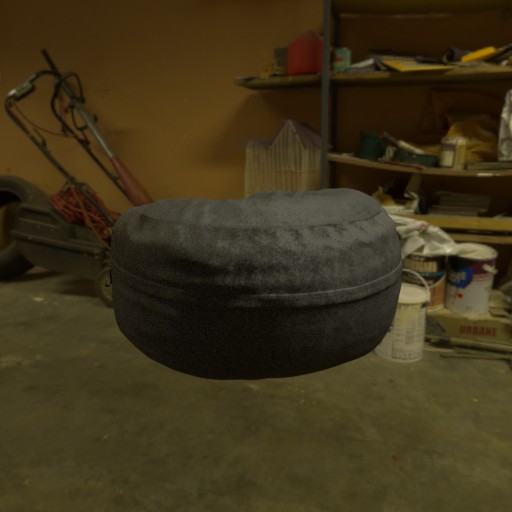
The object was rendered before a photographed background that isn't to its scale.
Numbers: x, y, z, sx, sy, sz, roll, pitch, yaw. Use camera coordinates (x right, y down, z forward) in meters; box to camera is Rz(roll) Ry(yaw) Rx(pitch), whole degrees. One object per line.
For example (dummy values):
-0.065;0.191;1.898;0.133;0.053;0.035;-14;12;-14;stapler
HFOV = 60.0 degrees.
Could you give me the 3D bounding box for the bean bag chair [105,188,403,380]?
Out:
0.000;0.000;2.400;1.525;0.751;1.525;0;14;0;bean bag chair
